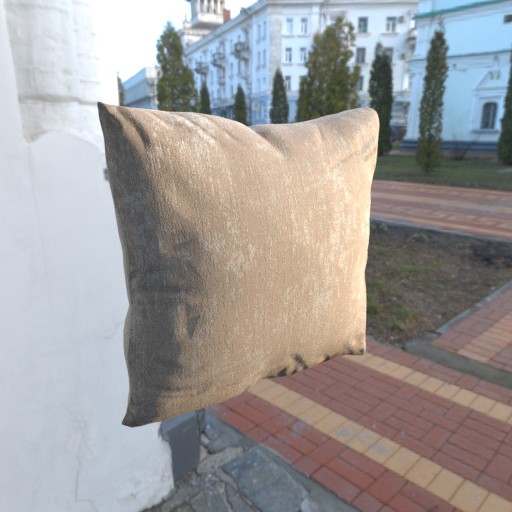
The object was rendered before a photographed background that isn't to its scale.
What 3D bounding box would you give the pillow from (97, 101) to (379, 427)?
[{"bbox_3d":[0.000,0.000,0.691,0.450,0.448,0.245,-9,18,-27],"label":"pillow"}]
